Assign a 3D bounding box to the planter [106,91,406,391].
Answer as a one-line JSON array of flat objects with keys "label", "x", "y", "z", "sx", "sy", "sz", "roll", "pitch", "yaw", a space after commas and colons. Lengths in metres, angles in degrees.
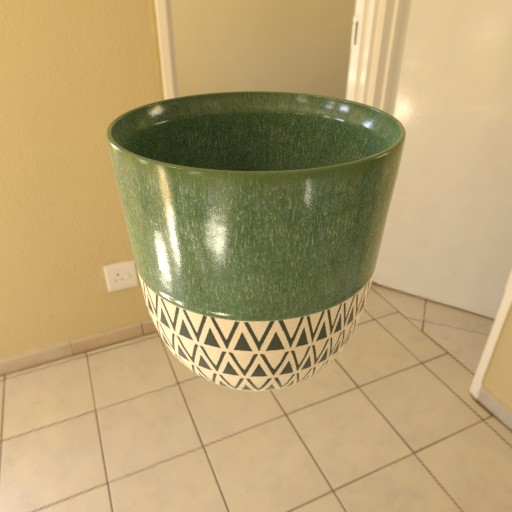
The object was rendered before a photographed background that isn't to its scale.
[{"label": "planter", "x": 0.000, "y": 0.000, "z": 0.355, "sx": 0.195, "sy": 0.214, "sz": 0.195, "roll": 0, "pitch": 32, "yaw": 0}]
